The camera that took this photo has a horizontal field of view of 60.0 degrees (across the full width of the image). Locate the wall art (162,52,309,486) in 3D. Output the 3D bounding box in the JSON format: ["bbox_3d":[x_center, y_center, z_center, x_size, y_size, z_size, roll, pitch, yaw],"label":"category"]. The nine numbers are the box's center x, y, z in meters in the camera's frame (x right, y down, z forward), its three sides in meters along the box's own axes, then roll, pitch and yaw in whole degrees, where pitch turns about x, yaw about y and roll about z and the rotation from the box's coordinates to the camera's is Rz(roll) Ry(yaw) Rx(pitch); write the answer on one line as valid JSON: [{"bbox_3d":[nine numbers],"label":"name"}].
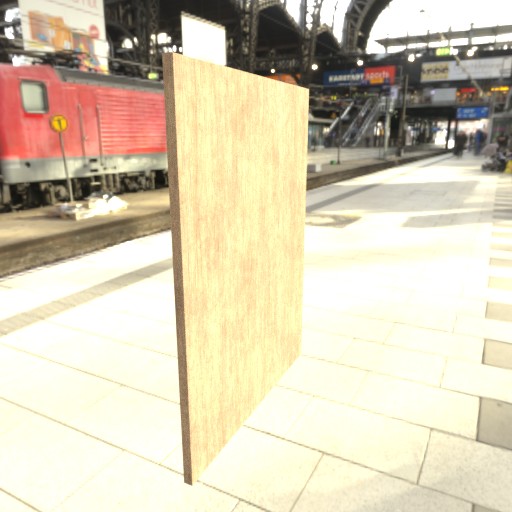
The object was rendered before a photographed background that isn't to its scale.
[{"bbox_3d":[0.000,0.000,0.906,0.018,0.686,0.534,7,17,25],"label":"wall art"}]
